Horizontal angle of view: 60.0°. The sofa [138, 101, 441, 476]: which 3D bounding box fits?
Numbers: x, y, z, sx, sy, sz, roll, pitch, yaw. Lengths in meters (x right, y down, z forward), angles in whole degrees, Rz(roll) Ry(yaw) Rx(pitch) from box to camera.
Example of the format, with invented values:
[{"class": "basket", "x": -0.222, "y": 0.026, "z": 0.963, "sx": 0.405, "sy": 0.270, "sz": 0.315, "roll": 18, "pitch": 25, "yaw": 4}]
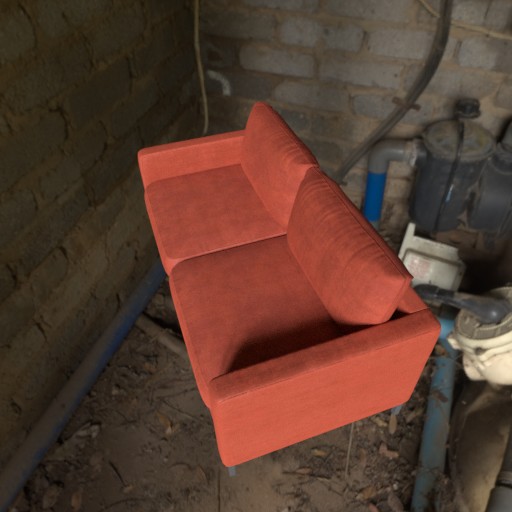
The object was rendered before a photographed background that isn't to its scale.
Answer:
[{"class": "sofa", "x": 0.000, "y": 0.000, "z": 2.124, "sx": 0.864, "sy": 0.896, "sz": 1.574, "roll": -14, "pitch": 47, "yaw": -14}]
